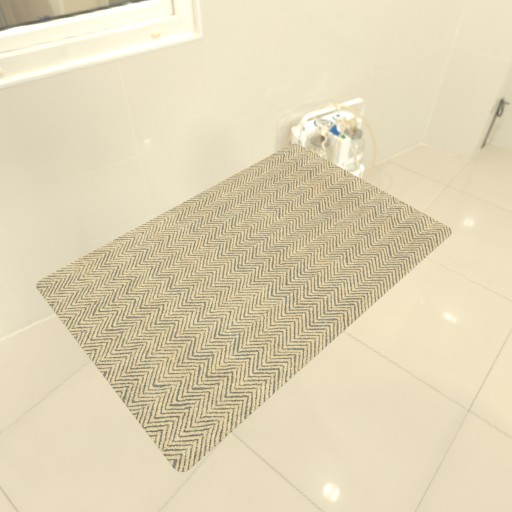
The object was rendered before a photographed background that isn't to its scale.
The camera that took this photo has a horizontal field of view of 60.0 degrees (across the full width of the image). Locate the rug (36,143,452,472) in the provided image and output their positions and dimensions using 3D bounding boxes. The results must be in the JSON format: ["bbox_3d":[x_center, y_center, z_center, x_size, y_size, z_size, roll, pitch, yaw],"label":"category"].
[{"bbox_3d":[0.000,0.000,2.174,1.752,0.008,1.144,-34,55,-28],"label":"rug"}]
